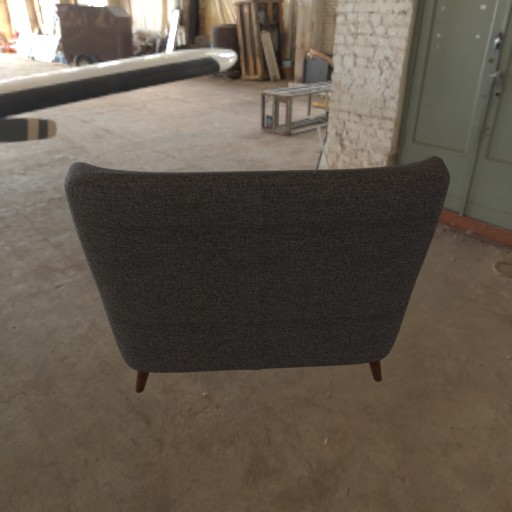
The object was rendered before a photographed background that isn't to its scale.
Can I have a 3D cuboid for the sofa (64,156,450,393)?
[{"bbox_3d":[0.000,0.000,2.019,1.358,1.028,0.874,-2,28,-3],"label":"sofa"}]
